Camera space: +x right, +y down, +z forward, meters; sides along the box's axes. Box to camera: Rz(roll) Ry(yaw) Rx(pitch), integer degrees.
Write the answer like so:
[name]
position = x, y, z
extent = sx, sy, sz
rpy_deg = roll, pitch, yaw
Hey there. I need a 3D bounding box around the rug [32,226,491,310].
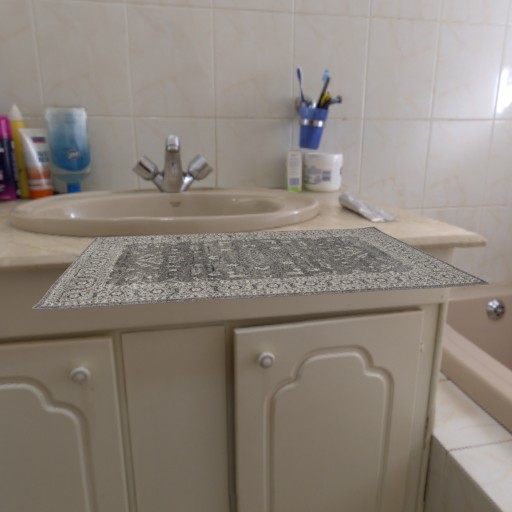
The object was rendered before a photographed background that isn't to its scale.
[rug]
position = 0.000, 0.000, 2.304
extent = 1.828, 0.019, 1.209
rpy_deg = -2, 15, -9
